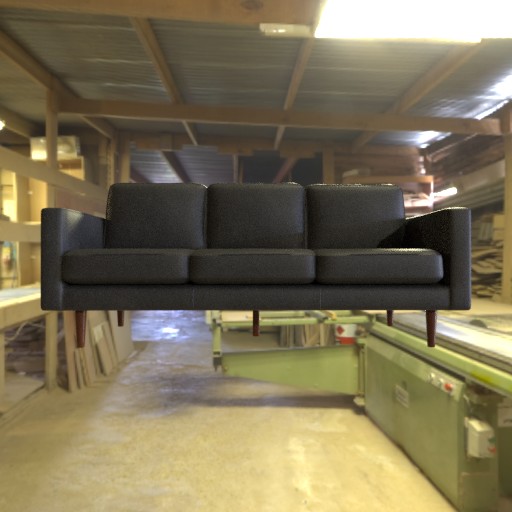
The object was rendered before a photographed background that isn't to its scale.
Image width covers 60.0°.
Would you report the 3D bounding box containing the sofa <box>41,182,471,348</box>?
[{"bbox_3d":[0.000,0.000,2.476,2.029,0.899,0.879,0,0,0],"label":"sofa"}]
